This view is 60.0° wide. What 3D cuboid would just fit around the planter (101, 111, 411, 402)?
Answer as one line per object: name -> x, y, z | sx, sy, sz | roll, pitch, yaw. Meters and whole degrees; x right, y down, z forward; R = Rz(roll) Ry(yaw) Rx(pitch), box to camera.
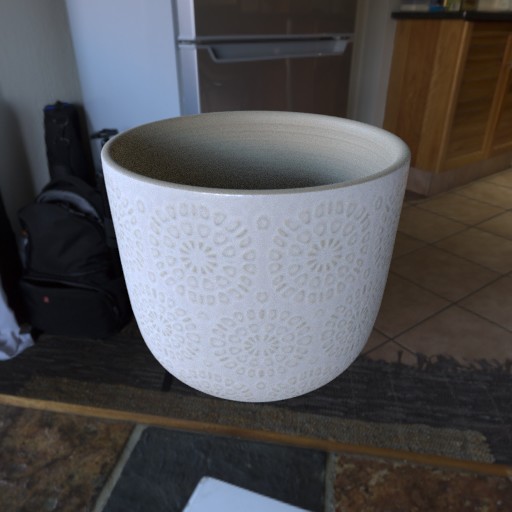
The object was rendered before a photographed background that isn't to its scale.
planter -> 0.000, 0.000, 0.290 | 0.170, 0.152, 0.170 | 0, 29, 0
